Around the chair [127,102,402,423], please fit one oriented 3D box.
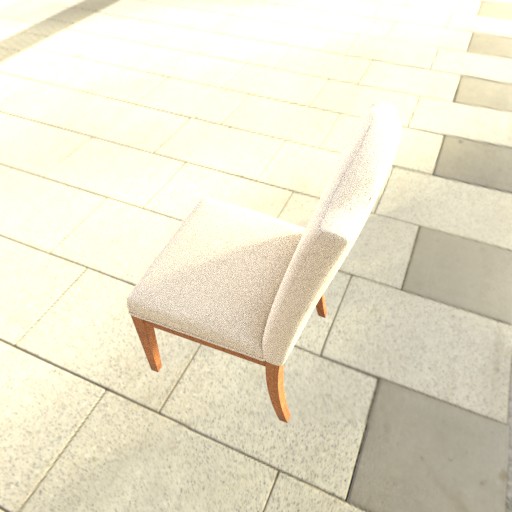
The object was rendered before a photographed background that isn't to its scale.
[{"bbox_3d":[0.000,0.000,1.365,0.648,1.012,0.534,16,49,15],"label":"chair"}]
